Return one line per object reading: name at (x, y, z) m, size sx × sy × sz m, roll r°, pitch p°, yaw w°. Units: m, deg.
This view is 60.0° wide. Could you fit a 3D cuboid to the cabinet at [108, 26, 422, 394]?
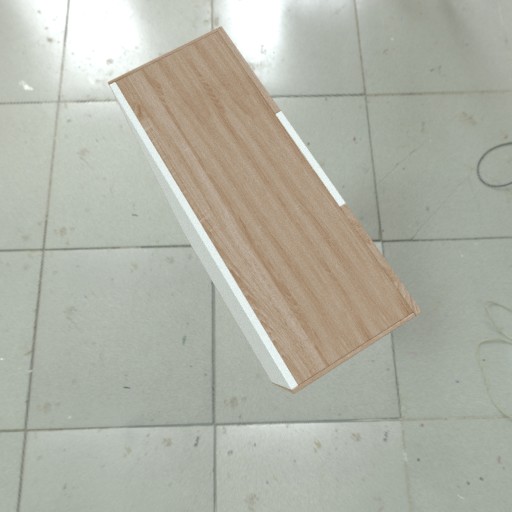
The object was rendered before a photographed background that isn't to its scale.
cabinet at (0.000, 0.000, 2.803) m, size 0.590 × 2.120 × 1.500 m, roll -30°, pitch 77°, yaw -8°
